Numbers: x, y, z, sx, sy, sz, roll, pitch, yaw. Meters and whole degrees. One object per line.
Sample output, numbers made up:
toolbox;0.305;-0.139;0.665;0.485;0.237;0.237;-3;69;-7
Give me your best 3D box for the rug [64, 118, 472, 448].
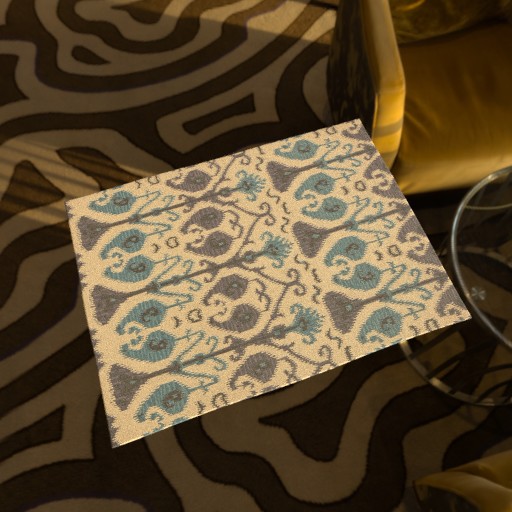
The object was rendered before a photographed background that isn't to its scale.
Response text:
rug;0.000;0.000;2.917;2.261;0.013;1.676;-18;67;-8
